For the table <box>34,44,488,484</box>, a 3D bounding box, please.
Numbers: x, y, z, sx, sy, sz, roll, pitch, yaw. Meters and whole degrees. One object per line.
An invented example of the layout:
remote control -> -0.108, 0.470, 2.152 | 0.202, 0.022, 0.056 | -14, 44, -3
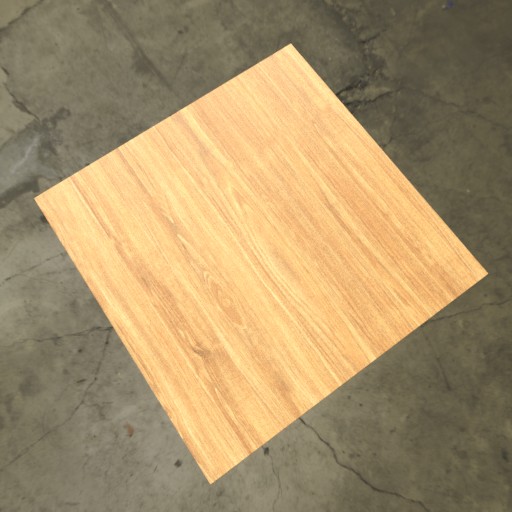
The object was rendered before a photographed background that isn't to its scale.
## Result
table -> 0.000, 0.000, 1.440 | 0.900, 0.450, 0.900 | -34, 78, -8
